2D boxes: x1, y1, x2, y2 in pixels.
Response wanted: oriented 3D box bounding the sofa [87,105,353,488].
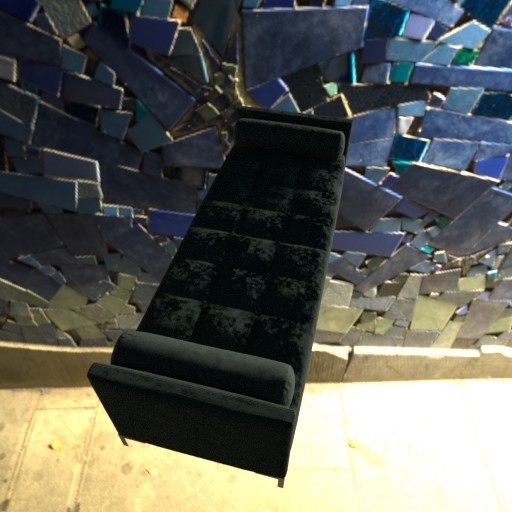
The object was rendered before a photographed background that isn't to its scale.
[{"bbox_3d":[0.000,0.000,2.469,0.797,0.657,2.102,10,47,10],"label":"sofa"}]
